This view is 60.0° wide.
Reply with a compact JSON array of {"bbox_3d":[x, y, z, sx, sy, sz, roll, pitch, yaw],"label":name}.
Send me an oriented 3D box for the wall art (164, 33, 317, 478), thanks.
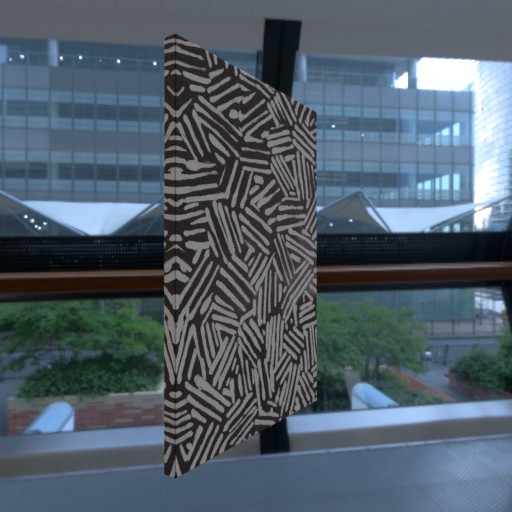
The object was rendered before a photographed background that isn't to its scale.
[{"bbox_3d":[0.000,0.000,1.170,0.035,0.918,0.615,0,0,36],"label":"wall art"}]
